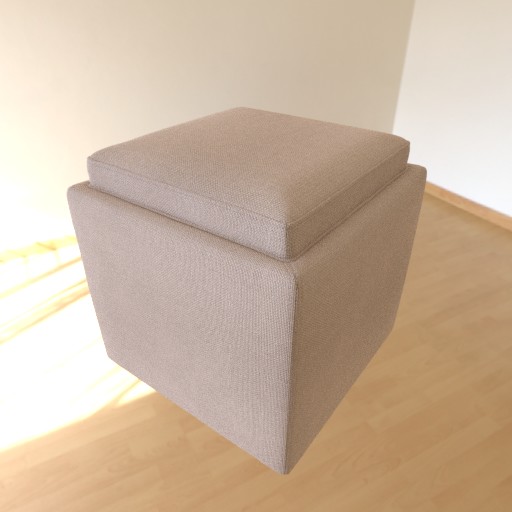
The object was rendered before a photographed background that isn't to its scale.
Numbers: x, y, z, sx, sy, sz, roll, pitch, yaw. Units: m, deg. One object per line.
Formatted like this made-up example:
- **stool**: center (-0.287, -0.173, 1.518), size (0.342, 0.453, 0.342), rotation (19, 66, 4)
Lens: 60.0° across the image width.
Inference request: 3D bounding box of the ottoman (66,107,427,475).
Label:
- **ottoman**: center (0.000, 0.000, 0.823), size (0.450, 0.460, 0.451), rotation (21, 38, 30)
